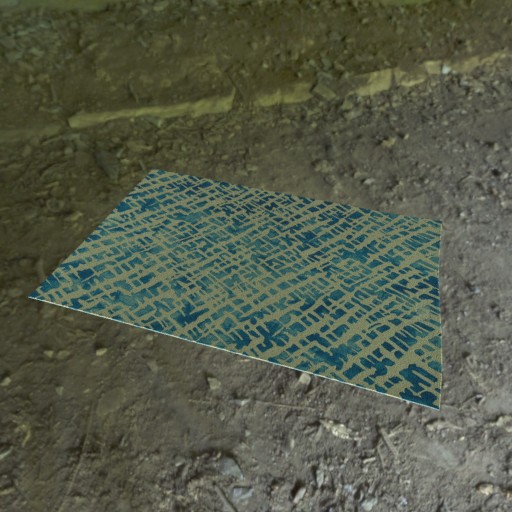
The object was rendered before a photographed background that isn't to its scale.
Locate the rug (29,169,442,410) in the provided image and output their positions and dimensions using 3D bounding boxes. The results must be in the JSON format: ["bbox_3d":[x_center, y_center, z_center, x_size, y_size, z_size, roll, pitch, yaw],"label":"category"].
[{"bbox_3d":[0.000,0.000,2.275,1.830,0.011,1.209,12,43,14],"label":"rug"}]
